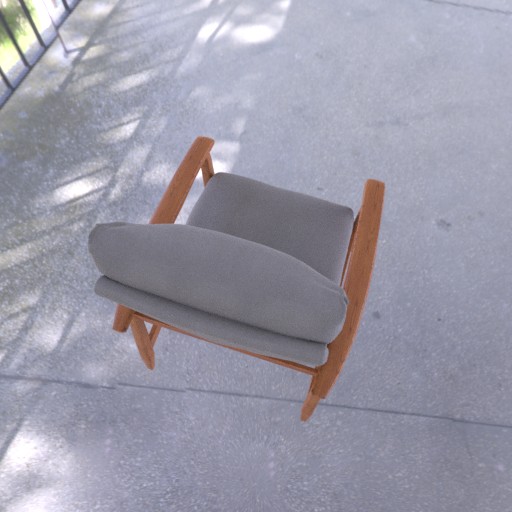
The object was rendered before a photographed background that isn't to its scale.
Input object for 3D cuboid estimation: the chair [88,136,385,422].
[{"bbox_3d":[0.000,0.000,1.529,0.782,0.922,0.816,16,64,8],"label":"chair"}]
